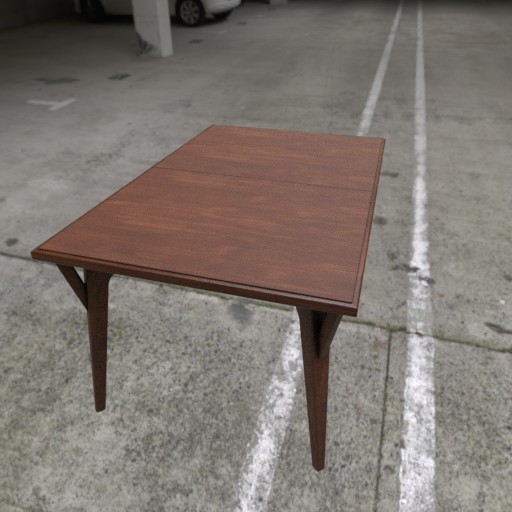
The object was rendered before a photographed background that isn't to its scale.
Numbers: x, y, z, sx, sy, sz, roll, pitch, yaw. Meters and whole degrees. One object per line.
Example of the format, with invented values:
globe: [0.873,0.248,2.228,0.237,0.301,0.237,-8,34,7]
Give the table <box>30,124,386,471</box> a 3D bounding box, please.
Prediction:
table: [0.000,0.000,2.054,0.990,0.761,1.524,9,32,14]
